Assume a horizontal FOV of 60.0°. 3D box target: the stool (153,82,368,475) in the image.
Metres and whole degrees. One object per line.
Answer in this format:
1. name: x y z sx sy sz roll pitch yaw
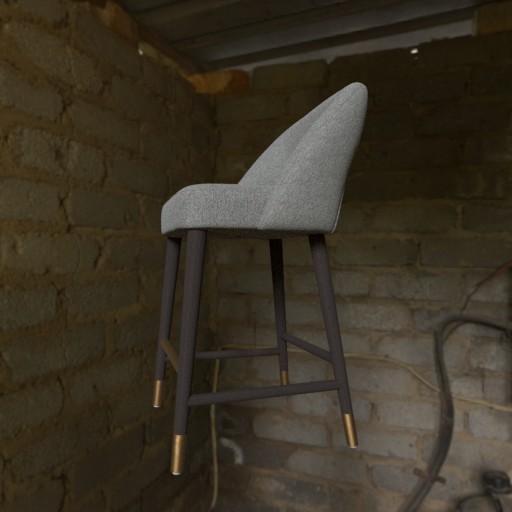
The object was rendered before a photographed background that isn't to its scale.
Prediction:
1. stool: 0.000 0.000 1.232 0.524 0.925 0.536 0 0 -18
